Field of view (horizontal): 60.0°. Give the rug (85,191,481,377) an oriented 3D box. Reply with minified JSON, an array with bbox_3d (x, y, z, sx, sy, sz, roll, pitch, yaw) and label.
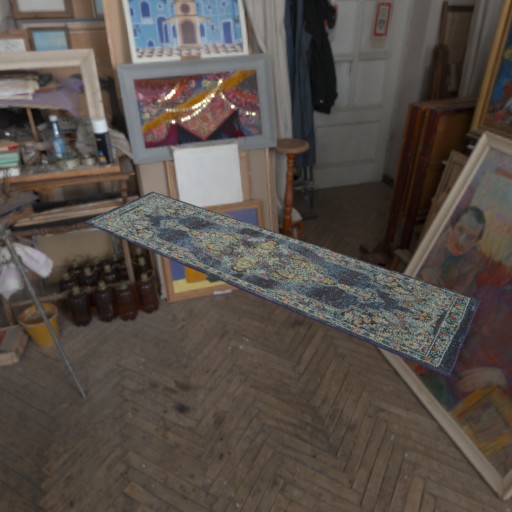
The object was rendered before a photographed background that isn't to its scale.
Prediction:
[{"bbox_3d":[0.000,0.000,2.514,2.283,0.016,0.602,20,37,29],"label":"rug"}]
